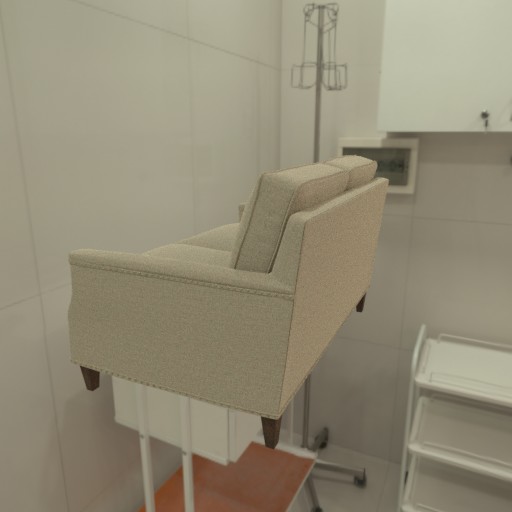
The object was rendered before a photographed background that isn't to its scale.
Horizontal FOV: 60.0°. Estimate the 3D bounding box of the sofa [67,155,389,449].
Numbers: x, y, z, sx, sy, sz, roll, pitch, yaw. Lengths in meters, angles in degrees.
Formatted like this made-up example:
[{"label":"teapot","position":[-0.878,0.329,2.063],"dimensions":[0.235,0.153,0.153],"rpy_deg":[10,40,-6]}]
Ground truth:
[{"label":"sofa","position":[0.000,0.000,2.315],"dimensions":[1.084,1.003,1.597],"rpy_deg":[7,17,25]}]
